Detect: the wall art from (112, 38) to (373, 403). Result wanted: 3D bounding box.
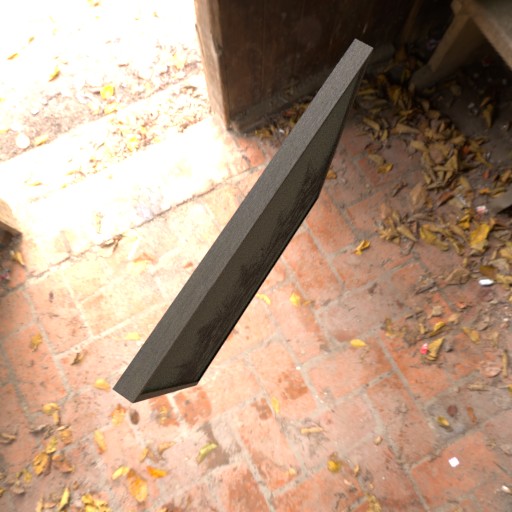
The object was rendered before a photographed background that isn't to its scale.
[{"bbox_3d":[0.000,0.000,1.126,0.039,0.758,0.758,32,78,8],"label":"wall art"}]
